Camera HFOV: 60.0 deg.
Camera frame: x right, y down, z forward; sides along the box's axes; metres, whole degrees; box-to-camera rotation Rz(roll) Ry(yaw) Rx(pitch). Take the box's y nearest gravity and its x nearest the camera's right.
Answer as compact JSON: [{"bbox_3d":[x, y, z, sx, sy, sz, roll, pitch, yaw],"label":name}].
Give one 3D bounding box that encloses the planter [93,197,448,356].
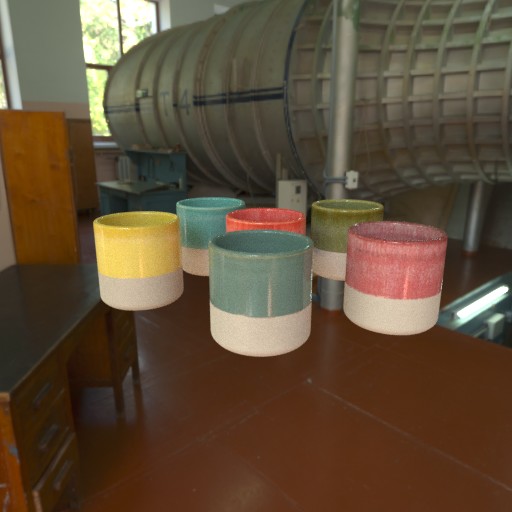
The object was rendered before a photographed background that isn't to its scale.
[{"bbox_3d":[0.000,0.000,0.415,0.286,0.075,0.257,-2,16,-8],"label":"planter"}]
